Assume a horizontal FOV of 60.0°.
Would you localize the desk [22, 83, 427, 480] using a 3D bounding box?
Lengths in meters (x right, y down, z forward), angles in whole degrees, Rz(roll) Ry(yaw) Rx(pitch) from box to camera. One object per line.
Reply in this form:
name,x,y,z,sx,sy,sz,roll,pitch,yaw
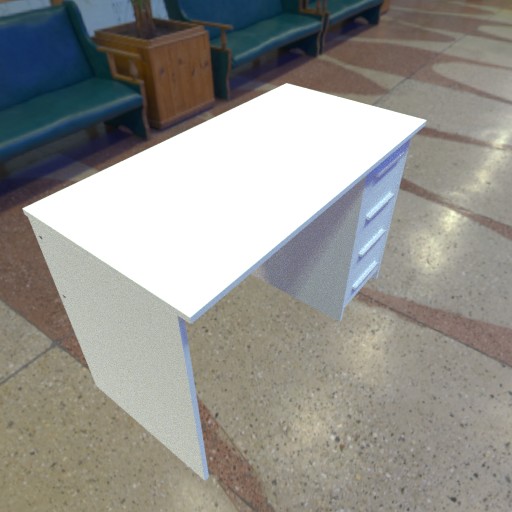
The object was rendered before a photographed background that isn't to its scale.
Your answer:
desk,0.000,0.000,1.489,0.560,0.730,1.096,27,47,28
